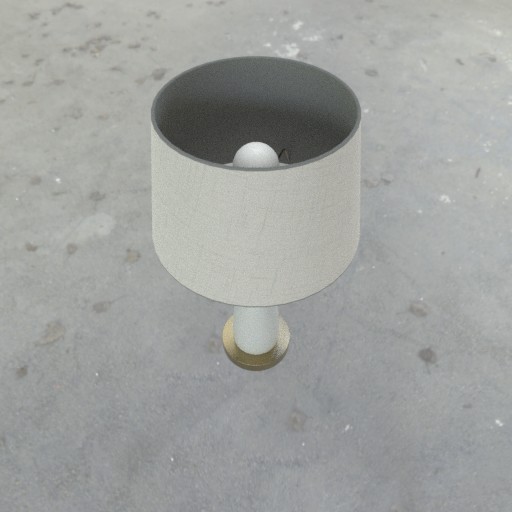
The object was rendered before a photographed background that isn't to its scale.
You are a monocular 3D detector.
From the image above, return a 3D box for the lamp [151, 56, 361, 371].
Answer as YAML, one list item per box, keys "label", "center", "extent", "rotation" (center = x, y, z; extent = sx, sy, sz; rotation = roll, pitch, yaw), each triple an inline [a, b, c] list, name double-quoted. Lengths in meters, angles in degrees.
- label: "lamp"
  center: [0.000, 0.000, 0.726]
  extent: [0.309, 0.545, 0.309]
  rotation: [0, 49, 0]
